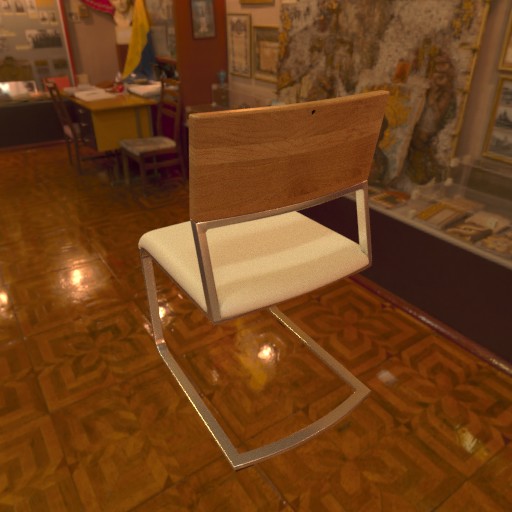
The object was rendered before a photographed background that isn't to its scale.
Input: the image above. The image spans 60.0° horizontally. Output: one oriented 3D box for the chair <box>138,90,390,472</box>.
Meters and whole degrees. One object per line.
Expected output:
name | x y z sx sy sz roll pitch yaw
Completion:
chair | 0.000 0.000 1.183 0.467 0.844 0.585 -17 34 -28
